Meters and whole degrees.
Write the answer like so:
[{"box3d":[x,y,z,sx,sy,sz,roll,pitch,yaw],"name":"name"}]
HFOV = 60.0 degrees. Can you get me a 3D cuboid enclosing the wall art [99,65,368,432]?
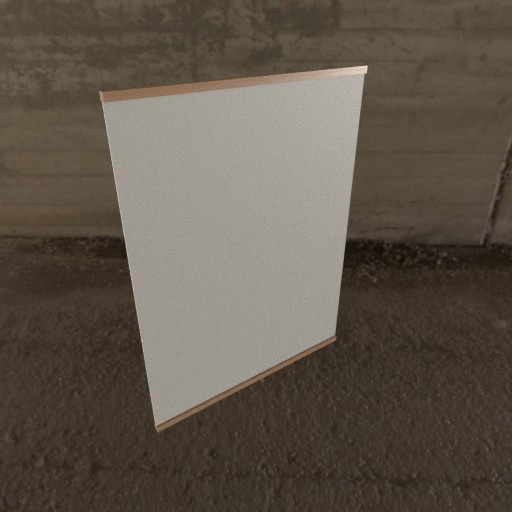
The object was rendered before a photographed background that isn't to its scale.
[{"box3d":[0.000,0.000,0.801,0.459,0.608,0.012,-19,35,-30],"name":"wall art"}]
